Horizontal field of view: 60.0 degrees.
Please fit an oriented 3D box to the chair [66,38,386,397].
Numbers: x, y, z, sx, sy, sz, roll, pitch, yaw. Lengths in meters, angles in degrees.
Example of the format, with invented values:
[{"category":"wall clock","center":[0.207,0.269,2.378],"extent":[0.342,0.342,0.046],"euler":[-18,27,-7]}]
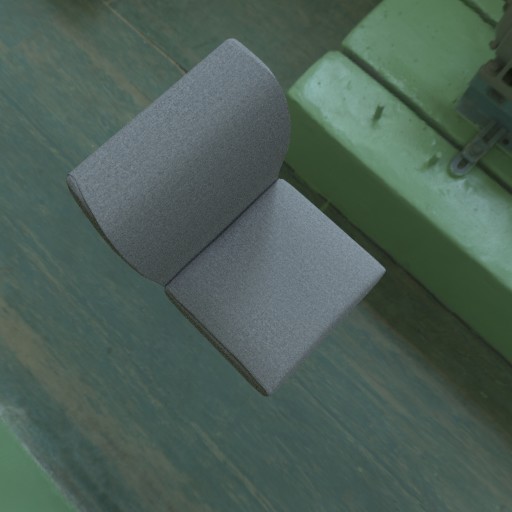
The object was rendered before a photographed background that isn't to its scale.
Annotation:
[{"category":"chair","center":[0.000,0.000,1.196],"extent":[0.592,0.804,0.513],"euler":[42,80,10]}]
